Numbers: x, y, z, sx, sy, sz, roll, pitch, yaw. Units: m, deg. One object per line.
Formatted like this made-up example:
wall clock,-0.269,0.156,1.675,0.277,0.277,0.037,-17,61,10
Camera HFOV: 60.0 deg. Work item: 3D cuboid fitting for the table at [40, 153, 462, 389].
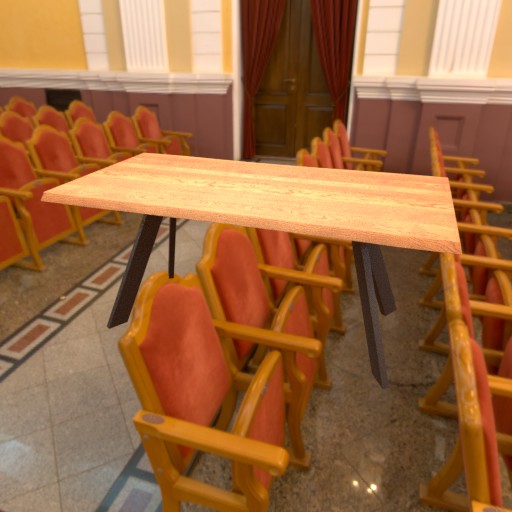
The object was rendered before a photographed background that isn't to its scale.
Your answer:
table,0.000,0.000,2.318,1.800,0.770,0.900,8,27,17
